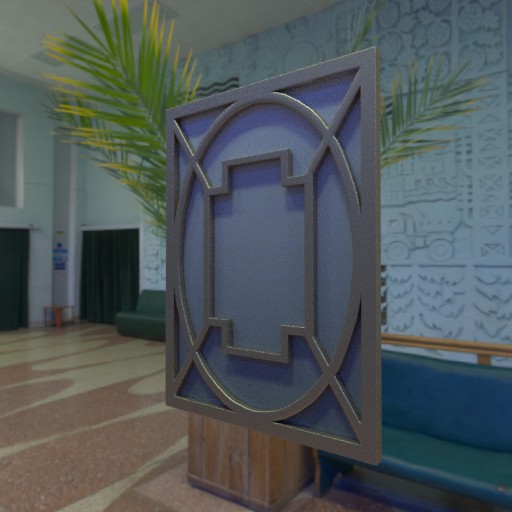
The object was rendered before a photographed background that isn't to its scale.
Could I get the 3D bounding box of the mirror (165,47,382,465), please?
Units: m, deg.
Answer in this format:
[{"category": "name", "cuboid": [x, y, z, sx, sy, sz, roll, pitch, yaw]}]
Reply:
[{"category": "mirror", "cuboid": [0.000, 0.000, 1.320, 0.756, 1.023, 0.032, -1, -1, 37]}]
